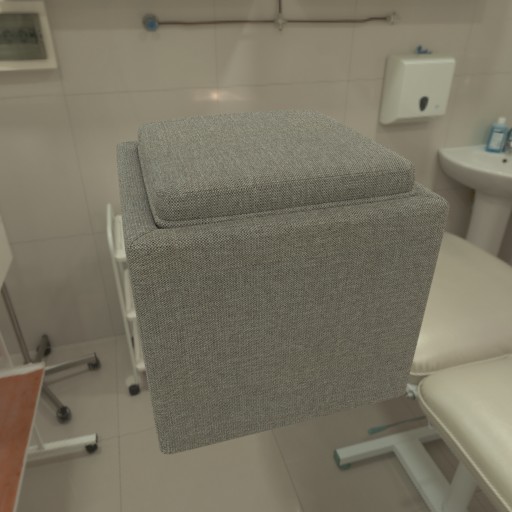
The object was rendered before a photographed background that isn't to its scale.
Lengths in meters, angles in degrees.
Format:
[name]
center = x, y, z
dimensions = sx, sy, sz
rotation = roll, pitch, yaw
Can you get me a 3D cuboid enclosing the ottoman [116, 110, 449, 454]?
[ottoman]
center = 0.000, 0.000, 0.834
dimensions = 0.450, 0.460, 0.450
rotation = -9, 32, -14
